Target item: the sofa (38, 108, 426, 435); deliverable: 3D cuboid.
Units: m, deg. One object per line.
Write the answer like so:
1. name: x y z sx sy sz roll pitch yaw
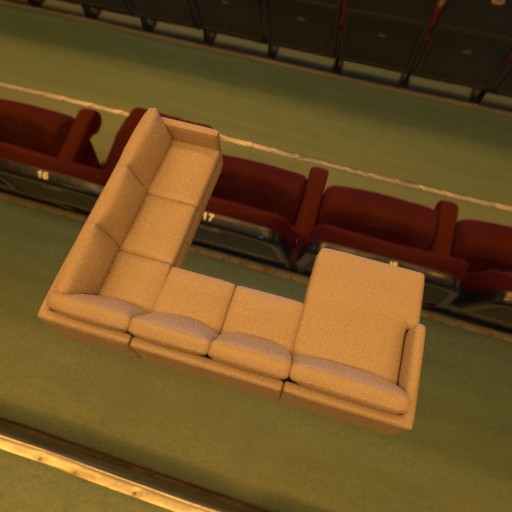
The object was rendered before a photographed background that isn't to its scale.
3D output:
1. sofa: 0.000 0.000 4.583 3.460 0.961 2.594 15 65 7
